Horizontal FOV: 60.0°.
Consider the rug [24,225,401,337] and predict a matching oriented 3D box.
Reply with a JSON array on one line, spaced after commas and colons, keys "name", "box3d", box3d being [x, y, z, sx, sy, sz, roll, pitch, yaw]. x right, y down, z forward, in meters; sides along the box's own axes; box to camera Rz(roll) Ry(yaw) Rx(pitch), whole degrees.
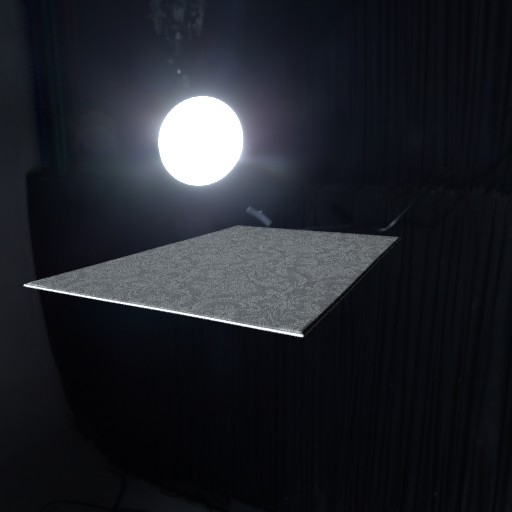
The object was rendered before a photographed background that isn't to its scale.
[{"name": "rug", "box3d": [0.000, 0.000, 3.522, 1.819, 0.018, 2.746, 6, 14, 26]}]
